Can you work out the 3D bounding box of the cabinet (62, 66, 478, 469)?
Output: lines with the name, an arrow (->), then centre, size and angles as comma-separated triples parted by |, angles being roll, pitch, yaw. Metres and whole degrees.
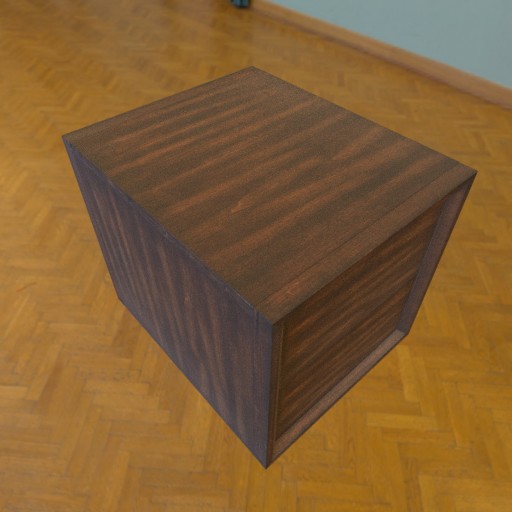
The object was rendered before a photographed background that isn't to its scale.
cabinet -> 0.000, 0.000, 0.830 | 0.402, 0.455, 0.500 | -32, 54, -28
